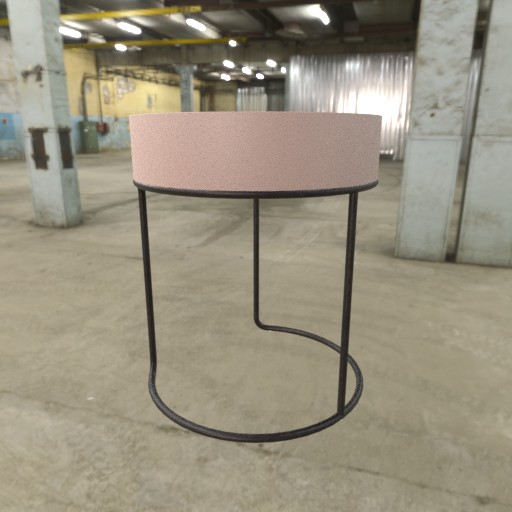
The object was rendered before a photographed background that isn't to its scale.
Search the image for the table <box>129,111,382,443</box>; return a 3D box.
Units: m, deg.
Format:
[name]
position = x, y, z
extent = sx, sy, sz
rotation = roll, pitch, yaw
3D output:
[table]
position = 0.000, 0.000, 0.883
extent = 0.450, 0.530, 0.450
rotation = 0, 16, 0
